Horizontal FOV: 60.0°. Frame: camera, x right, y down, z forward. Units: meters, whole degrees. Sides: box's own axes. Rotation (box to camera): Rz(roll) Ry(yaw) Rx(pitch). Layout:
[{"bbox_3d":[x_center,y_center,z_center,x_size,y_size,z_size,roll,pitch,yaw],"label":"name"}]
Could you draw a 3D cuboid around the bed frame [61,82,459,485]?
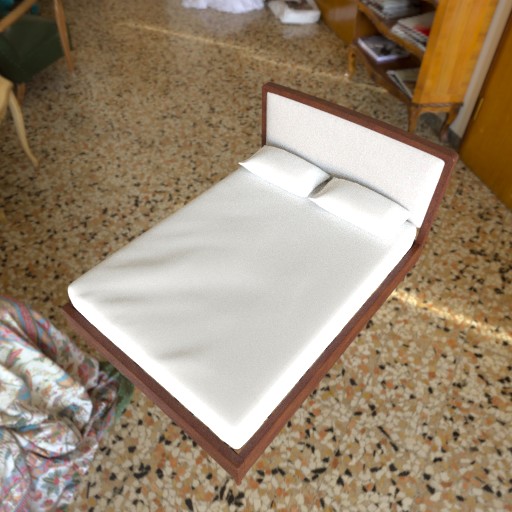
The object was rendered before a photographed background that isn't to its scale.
[{"bbox_3d":[0.000,0.000,3.062,1.587,1.279,2.171,32,54,26],"label":"bed frame"}]
